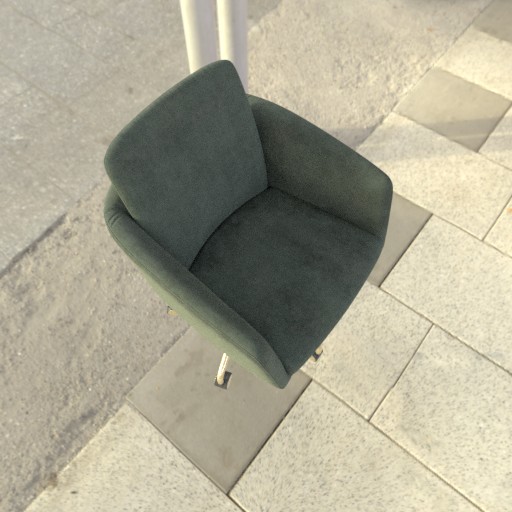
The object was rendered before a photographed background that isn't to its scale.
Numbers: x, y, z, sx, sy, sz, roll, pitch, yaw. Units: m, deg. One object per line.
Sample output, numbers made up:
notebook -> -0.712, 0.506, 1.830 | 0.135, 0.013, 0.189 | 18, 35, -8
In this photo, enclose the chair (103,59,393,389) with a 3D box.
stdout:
chair -> 0.000, 0.000, 1.353 | 0.635, 0.908, 0.641 | 33, 64, 18
